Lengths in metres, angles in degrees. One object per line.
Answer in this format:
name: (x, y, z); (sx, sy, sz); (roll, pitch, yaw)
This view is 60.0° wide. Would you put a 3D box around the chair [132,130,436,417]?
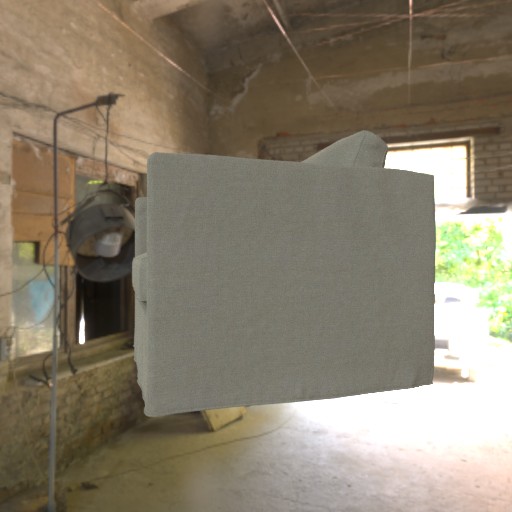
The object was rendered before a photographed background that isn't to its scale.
chair: (0.000, 0.000, 1.799); (0.949, 0.863, 1.057); (0, 0, -17)
